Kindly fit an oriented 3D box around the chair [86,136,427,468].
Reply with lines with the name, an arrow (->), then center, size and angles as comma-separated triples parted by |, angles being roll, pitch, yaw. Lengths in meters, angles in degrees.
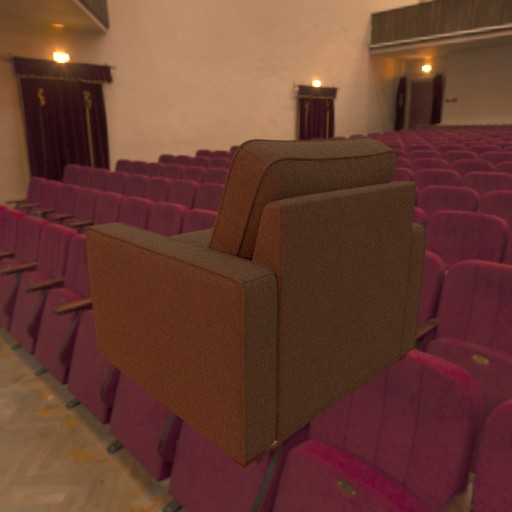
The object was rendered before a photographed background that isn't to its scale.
chair -> 0.000, 0.000, 1.765 | 1.017, 0.919, 0.940 | -15, 21, -42
